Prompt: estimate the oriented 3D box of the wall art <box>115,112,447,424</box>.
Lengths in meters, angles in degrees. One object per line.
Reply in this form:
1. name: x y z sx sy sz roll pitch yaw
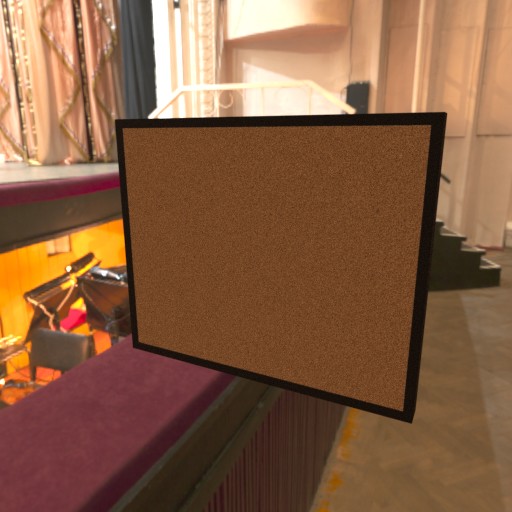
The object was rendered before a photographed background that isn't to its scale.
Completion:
1. wall art: 0.000 0.000 0.541 0.397 0.325 0.028 8 17 26
